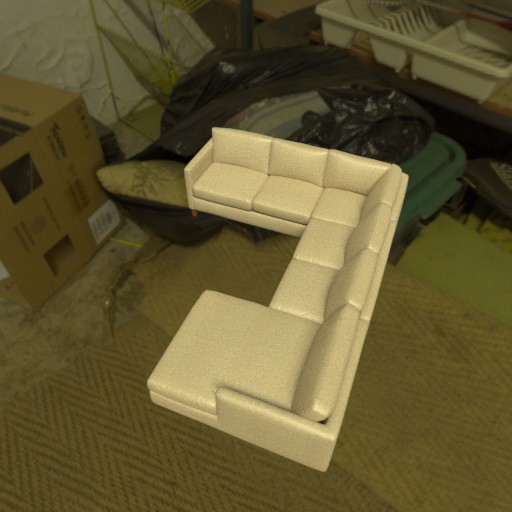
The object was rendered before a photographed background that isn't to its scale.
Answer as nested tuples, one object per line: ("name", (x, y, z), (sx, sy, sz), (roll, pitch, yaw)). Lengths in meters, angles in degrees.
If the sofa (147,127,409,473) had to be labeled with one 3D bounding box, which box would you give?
("sofa", (0.000, 0.000, 4.678), (2.594, 0.961, 3.460), (16, 47, 15))
